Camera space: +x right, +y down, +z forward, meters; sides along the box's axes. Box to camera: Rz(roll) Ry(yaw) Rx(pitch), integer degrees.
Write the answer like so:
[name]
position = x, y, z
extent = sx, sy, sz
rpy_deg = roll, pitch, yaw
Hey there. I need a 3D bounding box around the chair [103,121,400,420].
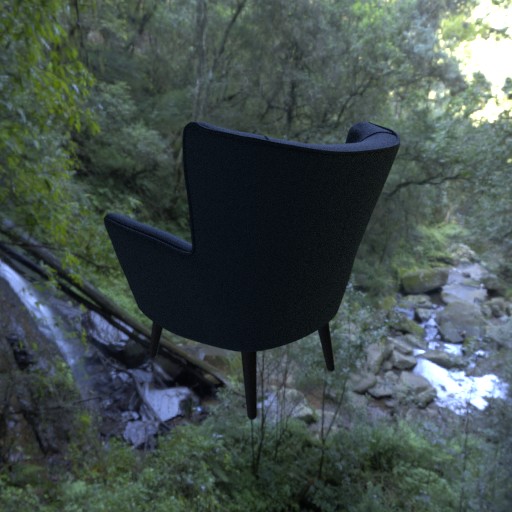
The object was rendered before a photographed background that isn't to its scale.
[chair]
position = 0.000, 0.000, 1.605
extent = 0.781, 0.933, 0.888
rpy_deg = -15, 23, -41
